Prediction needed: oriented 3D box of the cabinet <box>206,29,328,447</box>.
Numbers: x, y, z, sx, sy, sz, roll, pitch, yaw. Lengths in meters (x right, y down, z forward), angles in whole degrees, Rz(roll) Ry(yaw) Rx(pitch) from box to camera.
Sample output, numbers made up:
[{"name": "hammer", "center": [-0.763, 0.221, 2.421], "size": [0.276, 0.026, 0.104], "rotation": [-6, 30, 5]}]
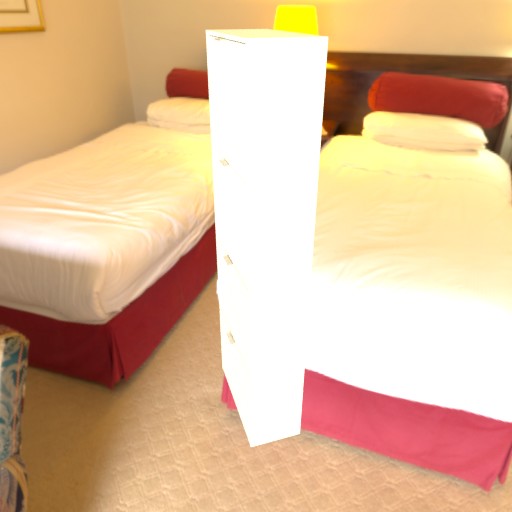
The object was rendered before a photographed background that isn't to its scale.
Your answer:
[{"name": "cabinet", "center": [0.000, 0.000, 1.811], "size": [0.255, 1.630, 0.520], "rotation": [-9, 31, -15]}]
